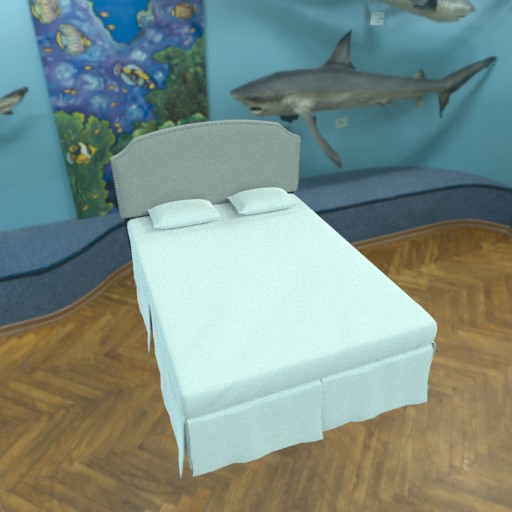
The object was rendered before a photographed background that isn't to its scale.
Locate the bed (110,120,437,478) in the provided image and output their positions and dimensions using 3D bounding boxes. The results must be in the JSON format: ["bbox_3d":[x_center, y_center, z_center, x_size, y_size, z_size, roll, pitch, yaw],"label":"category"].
[{"bbox_3d":[0.000,0.000,2.923,1.558,1.270,1.999,-12,34,-18],"label":"bed"}]
